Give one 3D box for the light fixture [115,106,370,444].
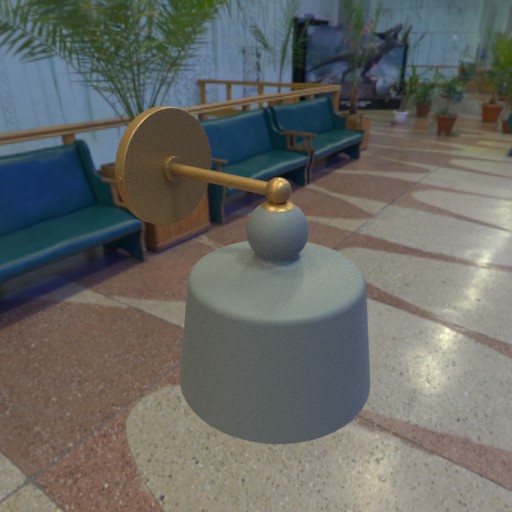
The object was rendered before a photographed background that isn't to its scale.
[{"bbox_3d":[0.000,0.000,0.442,0.254,0.268,0.204,18,30,33],"label":"light fixture"}]
